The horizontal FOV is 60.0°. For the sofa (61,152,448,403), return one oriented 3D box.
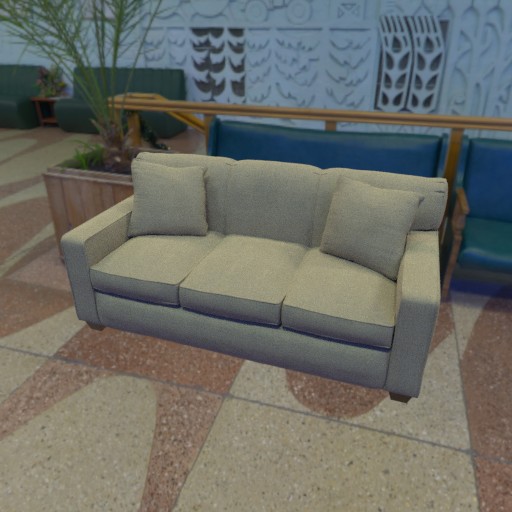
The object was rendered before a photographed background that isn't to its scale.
[{"bbox_3d":[0.000,0.000,2.642,2.024,0.958,0.997,9,29,17],"label":"sofa"}]
